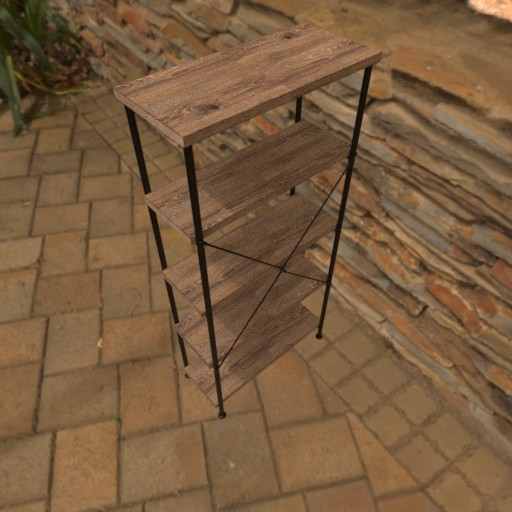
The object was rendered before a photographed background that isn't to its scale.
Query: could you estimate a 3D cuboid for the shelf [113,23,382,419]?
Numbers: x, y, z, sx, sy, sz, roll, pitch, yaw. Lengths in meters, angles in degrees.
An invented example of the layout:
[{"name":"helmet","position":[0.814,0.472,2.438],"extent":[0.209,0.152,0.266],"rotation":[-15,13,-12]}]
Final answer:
[{"name":"shelf","position":[0.000,0.000,2.001],"extent":[0.800,1.700,0.360],"rotation":[-32,54,-27]}]
